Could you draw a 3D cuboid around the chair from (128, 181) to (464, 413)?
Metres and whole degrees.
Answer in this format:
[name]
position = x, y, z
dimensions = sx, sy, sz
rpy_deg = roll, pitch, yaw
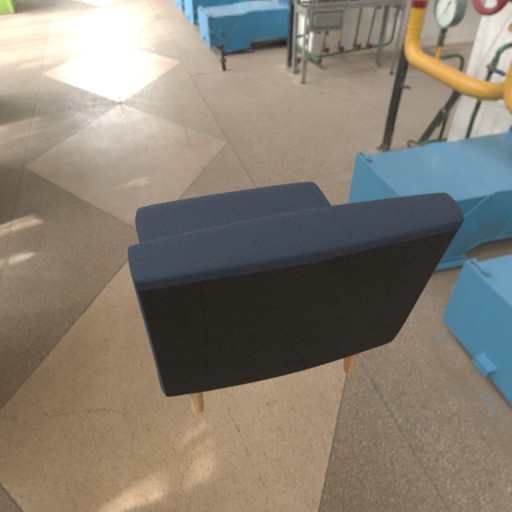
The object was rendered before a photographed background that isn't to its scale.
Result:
[chair]
position = 0.000, 0.000, 1.503
dimensions = 0.770, 0.808, 0.900
rpy_deg = -11, 41, -12
